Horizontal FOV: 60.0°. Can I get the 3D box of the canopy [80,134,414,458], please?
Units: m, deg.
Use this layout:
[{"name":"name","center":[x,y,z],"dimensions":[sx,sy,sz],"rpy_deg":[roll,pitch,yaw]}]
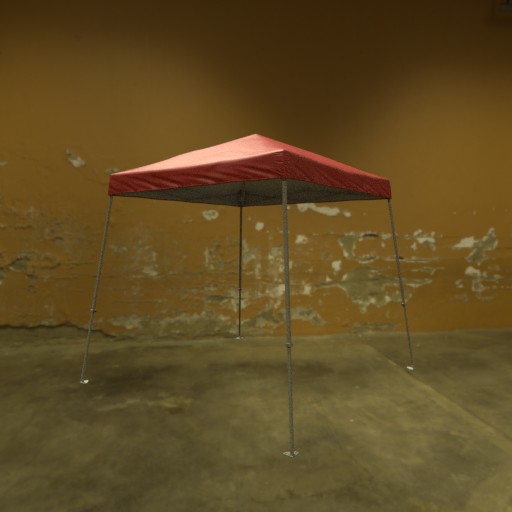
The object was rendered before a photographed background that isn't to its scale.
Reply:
[{"name":"canopy","center":[0.000,0.000,5.237],"dimensions":[2.849,2.849,2.848],"rpy_deg":[2,3,37]}]
